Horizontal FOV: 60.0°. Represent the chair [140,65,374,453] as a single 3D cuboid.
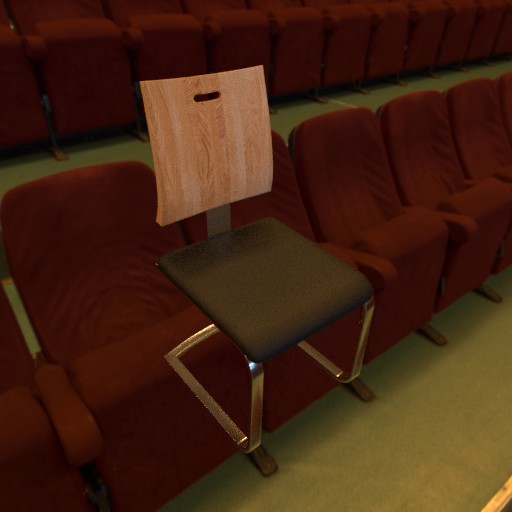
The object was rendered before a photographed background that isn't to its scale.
[{"bbox_3d":[0.000,0.000,1.279,0.462,0.936,0.560,-23,39,-32],"label":"chair"}]
